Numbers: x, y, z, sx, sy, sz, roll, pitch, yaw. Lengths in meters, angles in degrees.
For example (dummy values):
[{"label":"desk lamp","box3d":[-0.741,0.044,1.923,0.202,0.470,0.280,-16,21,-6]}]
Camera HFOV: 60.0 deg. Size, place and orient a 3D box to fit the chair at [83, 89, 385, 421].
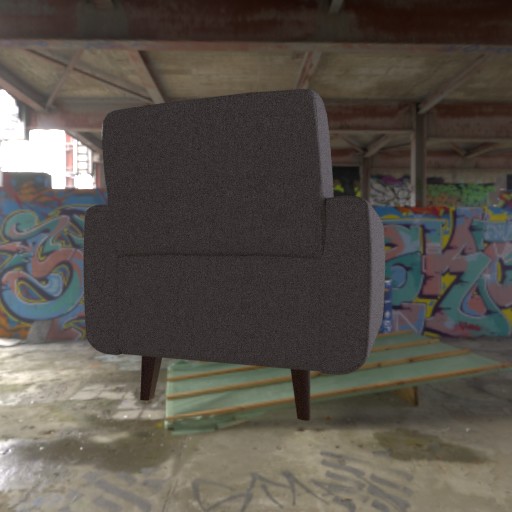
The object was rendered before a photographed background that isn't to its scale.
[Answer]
[{"label":"chair","box3d":[0.000,0.000,1.531,0.831,0.839,0.907,0,1,18]}]
